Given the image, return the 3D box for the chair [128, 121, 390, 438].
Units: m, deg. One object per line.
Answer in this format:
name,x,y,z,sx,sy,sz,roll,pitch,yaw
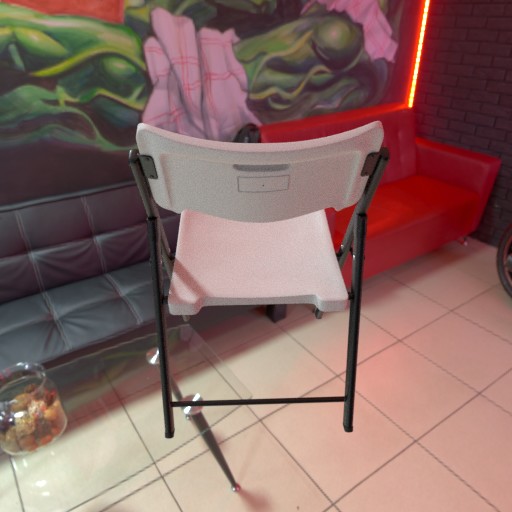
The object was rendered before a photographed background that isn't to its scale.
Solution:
chair,0.000,0.000,1.127,0.482,0.765,0.577,-1,29,-2
